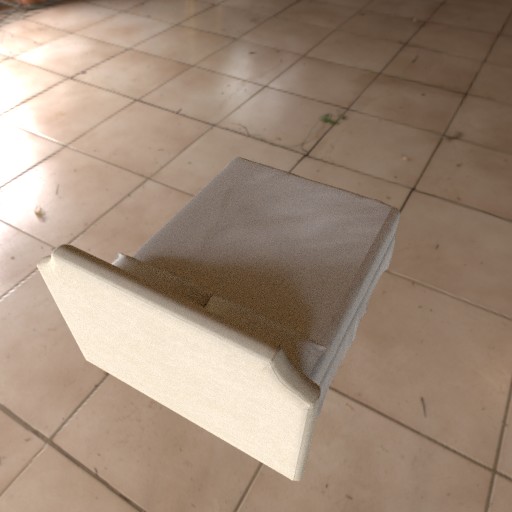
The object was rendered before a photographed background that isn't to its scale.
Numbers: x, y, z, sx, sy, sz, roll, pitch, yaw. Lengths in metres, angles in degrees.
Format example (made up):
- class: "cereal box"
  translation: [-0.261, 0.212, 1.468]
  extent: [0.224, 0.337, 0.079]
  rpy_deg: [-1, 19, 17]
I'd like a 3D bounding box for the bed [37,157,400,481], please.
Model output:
- class: "bed"
  translation: [0.000, 0.000, 3.282]
  extent: [1.828, 1.297, 2.164]
  rpy_deg: [22, 50, 20]
